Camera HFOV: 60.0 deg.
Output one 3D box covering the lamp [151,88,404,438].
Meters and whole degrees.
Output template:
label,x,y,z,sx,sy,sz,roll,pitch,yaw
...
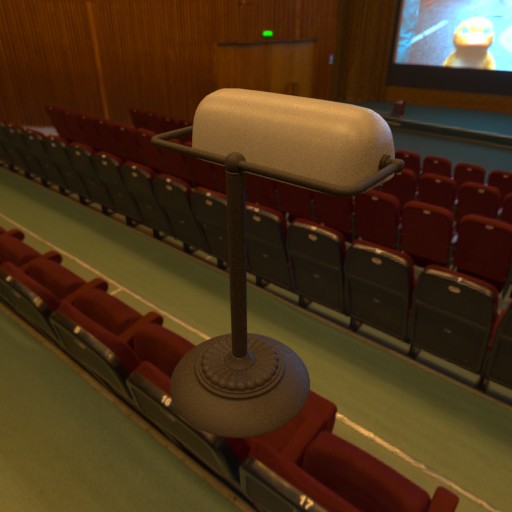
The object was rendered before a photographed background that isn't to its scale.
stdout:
label,x,y,z,sx,sy,sz,roll,pitch,yaw
lamp,0.000,0.000,0.510,0.264,0.339,0.243,22,36,33
